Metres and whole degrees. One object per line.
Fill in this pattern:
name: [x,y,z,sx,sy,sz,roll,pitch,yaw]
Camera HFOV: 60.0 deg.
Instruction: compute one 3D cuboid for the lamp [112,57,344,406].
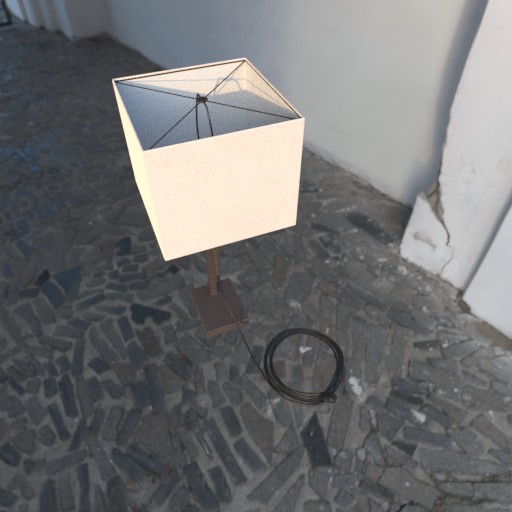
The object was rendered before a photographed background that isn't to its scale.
lamp: [0.000,0.000,0.986,0.399,0.660,0.504,-16,48,-15]
